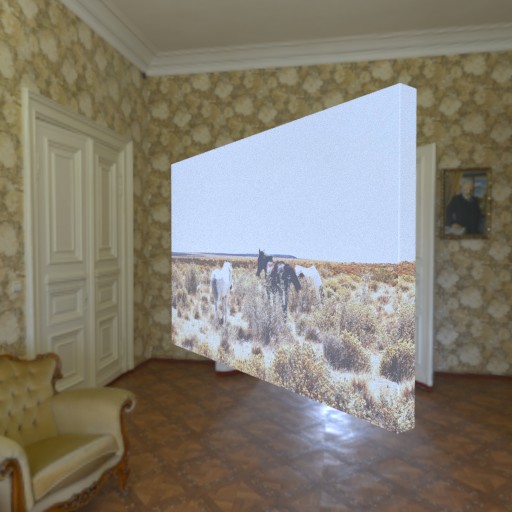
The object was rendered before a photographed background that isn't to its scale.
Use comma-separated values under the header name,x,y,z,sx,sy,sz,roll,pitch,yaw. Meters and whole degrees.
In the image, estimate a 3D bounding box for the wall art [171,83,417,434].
name,x,y,z,sx,sy,sz,roll,pitch,yaw
wall art,0.000,0.000,1.153,0.050,0.610,0.914,-1,1,-36
